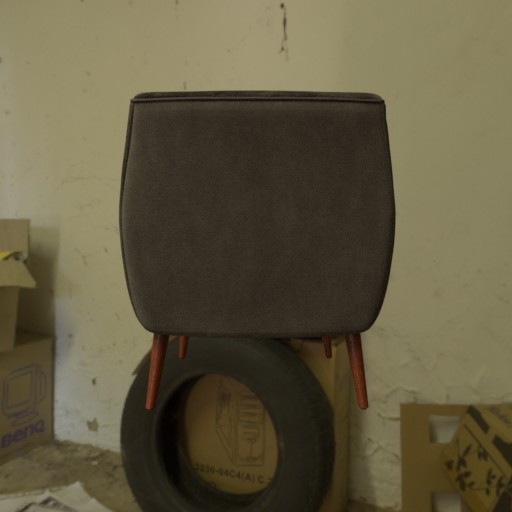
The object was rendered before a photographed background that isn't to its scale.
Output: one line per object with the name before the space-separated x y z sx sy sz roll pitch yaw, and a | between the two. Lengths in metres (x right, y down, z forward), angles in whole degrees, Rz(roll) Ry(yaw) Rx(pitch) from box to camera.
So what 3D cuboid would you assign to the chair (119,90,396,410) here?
chair | 0.000 0.000 1.451 0.762 0.838 0.787 0 1 0
